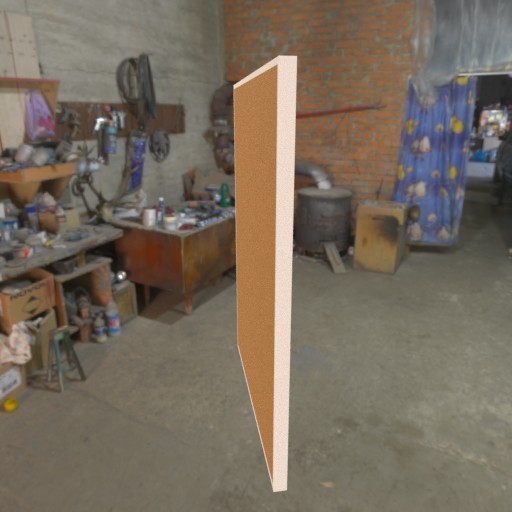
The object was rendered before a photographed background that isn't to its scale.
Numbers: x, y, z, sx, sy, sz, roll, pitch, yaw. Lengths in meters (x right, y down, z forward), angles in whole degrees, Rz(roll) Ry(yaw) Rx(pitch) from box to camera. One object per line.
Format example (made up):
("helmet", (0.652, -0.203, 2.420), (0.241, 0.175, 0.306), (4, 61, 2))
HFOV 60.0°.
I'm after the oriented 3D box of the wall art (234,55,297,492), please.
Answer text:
("wall art", (0.000, 0.000, 1.383), (0.039, 1.050, 0.795), (-3, 17, -9))
